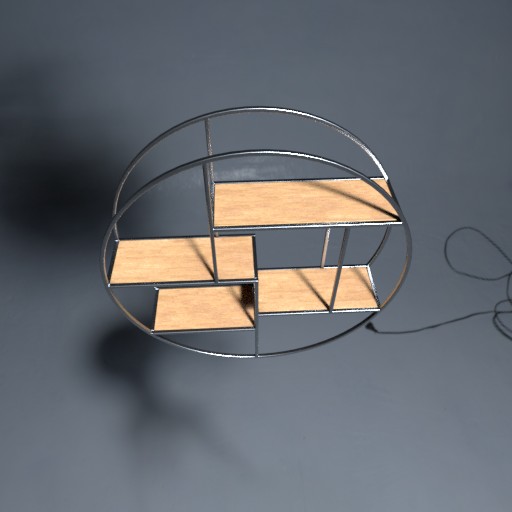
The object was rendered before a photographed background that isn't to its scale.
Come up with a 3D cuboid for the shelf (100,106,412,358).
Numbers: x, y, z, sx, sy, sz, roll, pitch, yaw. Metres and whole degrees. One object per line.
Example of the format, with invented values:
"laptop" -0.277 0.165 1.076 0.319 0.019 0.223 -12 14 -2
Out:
"shelf" 0.000 0.000 1.365 0.888 0.888 0.202 -2 47 -2
